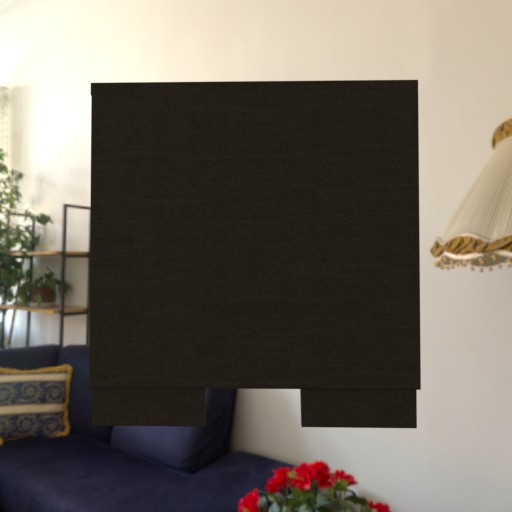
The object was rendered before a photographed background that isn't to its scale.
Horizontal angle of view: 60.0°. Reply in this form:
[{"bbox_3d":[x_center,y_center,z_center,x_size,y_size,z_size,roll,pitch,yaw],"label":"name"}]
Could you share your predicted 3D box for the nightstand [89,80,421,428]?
[{"bbox_3d":[0.000,0.000,0.743,0.427,0.448,0.347,0,-1,1],"label":"nightstand"}]
